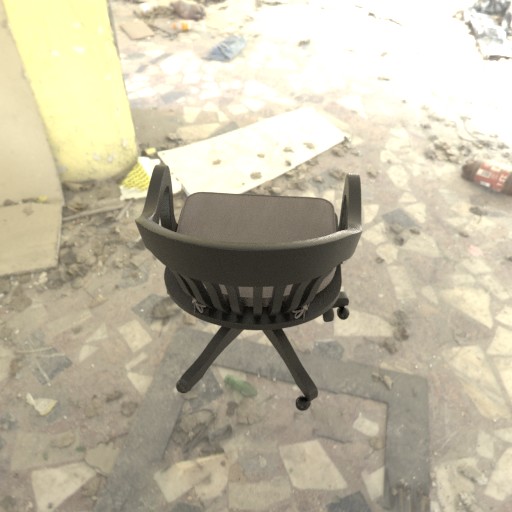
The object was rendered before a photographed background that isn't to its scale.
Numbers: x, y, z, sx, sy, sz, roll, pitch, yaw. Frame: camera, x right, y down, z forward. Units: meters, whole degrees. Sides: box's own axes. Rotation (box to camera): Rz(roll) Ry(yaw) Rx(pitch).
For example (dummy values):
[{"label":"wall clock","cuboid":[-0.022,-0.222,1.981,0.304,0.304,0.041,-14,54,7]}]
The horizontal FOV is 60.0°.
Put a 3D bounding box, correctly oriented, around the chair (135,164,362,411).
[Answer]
[{"label":"chair","cuboid":[0.000,0.000,1.464,0.750,0.878,0.788,3,47,3]}]
